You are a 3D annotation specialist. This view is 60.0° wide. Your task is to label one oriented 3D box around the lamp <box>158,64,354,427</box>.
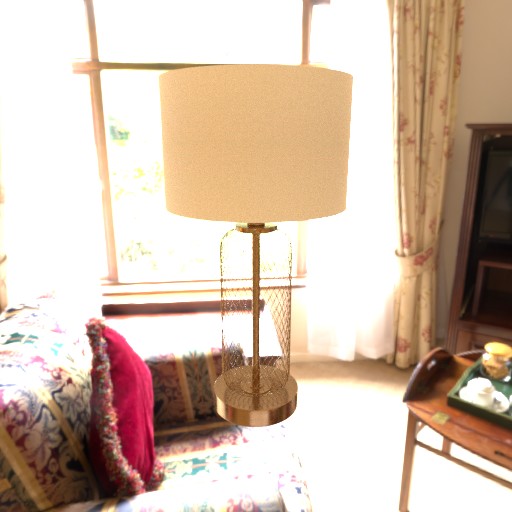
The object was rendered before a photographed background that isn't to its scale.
[{"bbox_3d":[0.000,0.000,0.647,0.252,0.483,0.252,-15,21,-43],"label":"lamp"}]
